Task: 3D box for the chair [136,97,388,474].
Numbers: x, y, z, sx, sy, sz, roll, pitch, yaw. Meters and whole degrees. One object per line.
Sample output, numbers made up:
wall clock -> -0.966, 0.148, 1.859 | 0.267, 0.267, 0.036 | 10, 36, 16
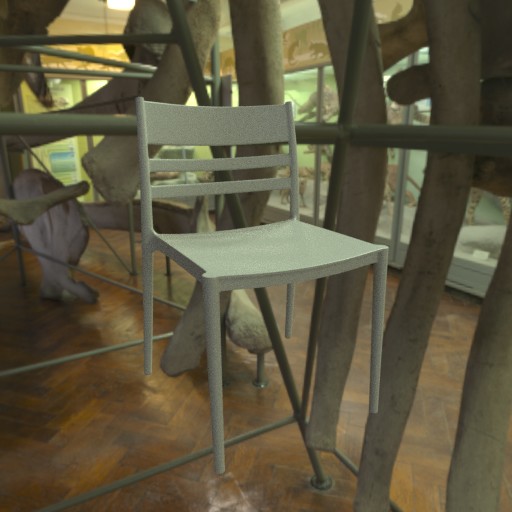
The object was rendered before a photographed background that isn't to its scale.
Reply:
chair -> 0.000, 0.000, 1.171 | 0.531, 0.800, 0.511 | -9, 19, -27
